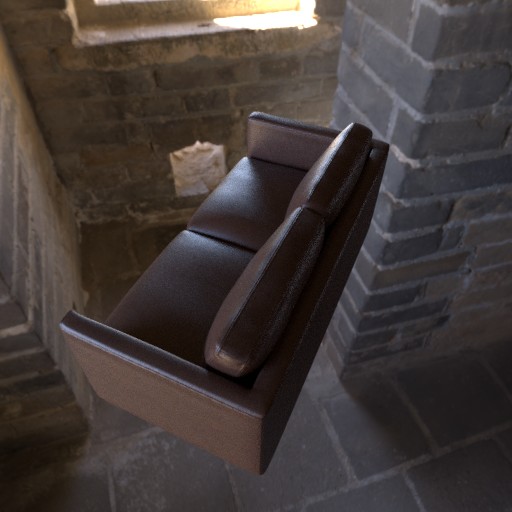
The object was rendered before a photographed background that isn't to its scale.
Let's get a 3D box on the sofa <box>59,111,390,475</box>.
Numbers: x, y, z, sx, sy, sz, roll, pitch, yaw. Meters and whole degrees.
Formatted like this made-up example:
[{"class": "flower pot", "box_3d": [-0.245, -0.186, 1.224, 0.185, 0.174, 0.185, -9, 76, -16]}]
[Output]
[{"class": "sofa", "box_3d": [0.000, 0.000, 2.427, 0.951, 0.933, 1.883, 19, 50, 17]}]
